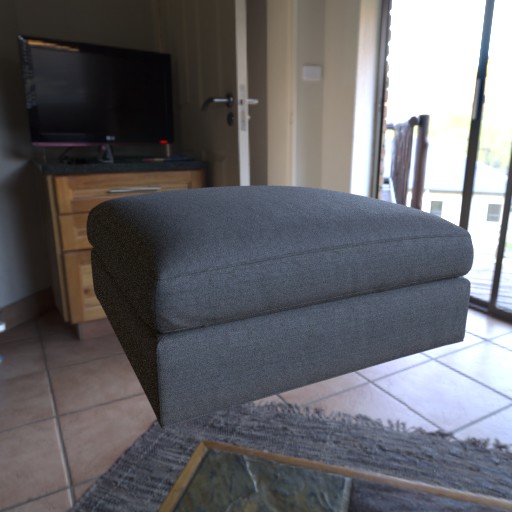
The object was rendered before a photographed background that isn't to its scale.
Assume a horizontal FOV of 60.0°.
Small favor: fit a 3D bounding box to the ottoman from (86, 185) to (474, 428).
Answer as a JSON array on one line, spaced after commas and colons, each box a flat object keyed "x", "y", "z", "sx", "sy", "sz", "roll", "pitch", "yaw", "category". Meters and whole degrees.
[{"x": 0.000, "y": 0.000, "z": 1.610, "sx": 1.041, "sy": 0.470, "sz": 1.041, "roll": -7, "pitch": 16, "yaw": -26, "category": "ottoman"}]
